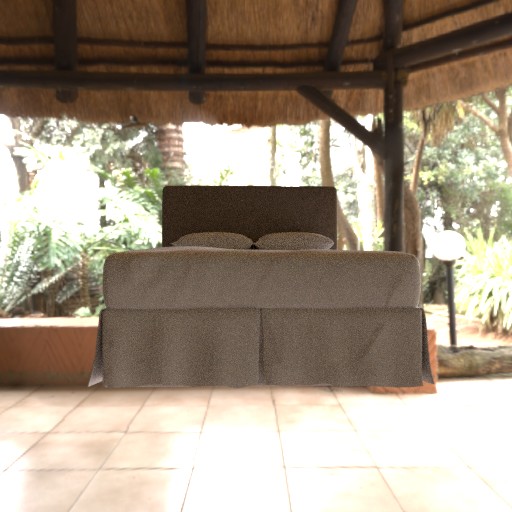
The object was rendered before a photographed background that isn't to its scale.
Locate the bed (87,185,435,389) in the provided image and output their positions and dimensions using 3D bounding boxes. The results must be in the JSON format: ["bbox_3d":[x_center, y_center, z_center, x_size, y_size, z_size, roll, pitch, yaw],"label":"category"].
[{"bbox_3d":[0.000,0.000,3.202,1.723,1.330,2.142,0,0,-2],"label":"bed"}]
